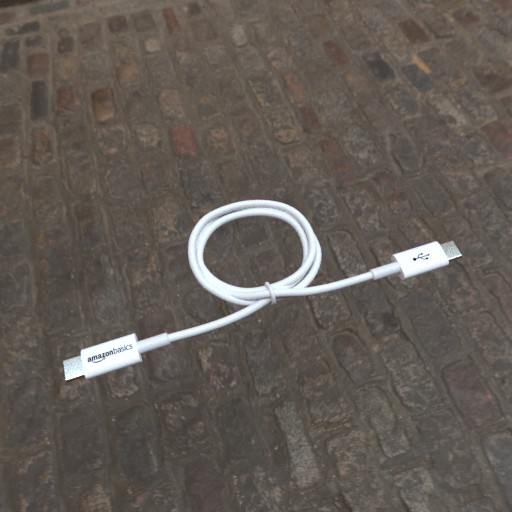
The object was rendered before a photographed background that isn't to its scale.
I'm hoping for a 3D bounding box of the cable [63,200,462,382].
[{"bbox_3d":[0.000,0.000,0.227,0.203,0.014,0.070,-17,64,-8],"label":"cable"}]
